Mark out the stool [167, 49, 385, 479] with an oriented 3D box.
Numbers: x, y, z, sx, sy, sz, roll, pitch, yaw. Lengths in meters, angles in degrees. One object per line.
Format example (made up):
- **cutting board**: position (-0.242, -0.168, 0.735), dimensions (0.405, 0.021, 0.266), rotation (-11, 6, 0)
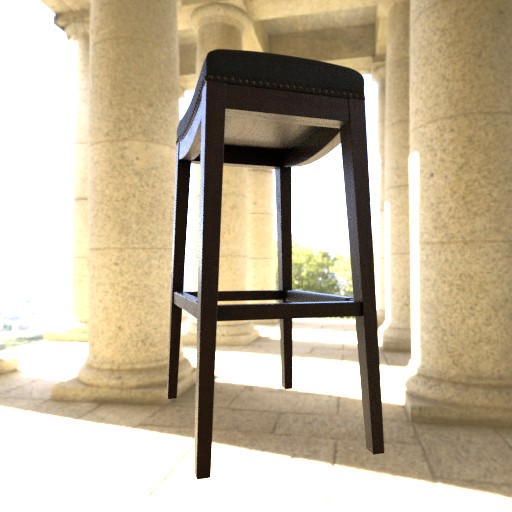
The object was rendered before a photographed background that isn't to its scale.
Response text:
- **stool**: position (0.000, 0.000, 1.041), dimensions (0.361, 0.765, 0.500), rotation (0, -2, -17)
